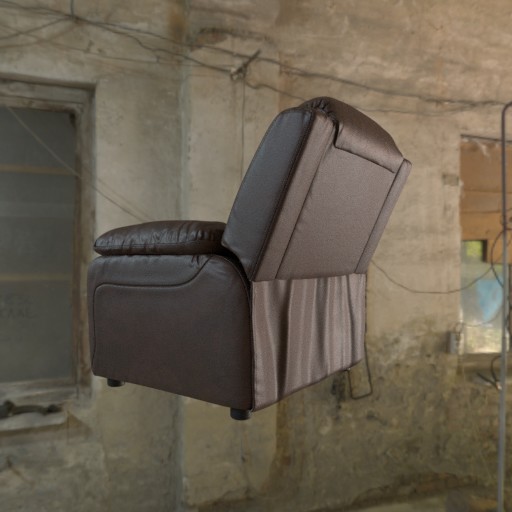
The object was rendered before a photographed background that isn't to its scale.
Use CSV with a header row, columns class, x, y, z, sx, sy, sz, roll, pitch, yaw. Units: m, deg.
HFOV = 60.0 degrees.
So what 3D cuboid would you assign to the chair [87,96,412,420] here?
class,x,y,z,sx,sy,sz,roll,pitch,yaw
chair,0.000,0.000,1.249,0.707,0.702,0.680,0,0,36
